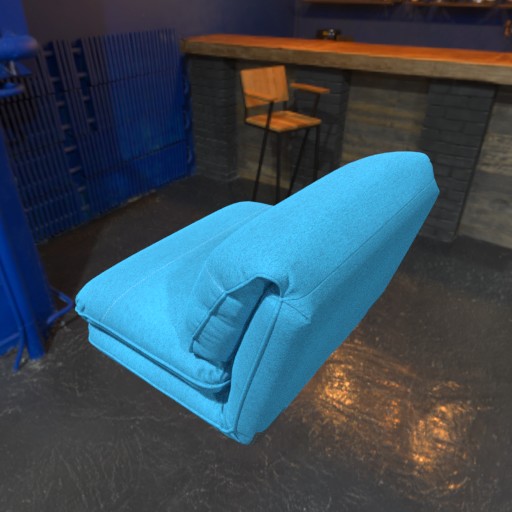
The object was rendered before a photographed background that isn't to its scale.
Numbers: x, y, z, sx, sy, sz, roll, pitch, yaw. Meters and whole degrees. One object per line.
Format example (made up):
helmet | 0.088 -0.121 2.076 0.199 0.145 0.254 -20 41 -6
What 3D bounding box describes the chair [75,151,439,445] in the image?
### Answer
chair | 0.000 0.000 1.322 0.780 0.580 0.820 21 37 31
